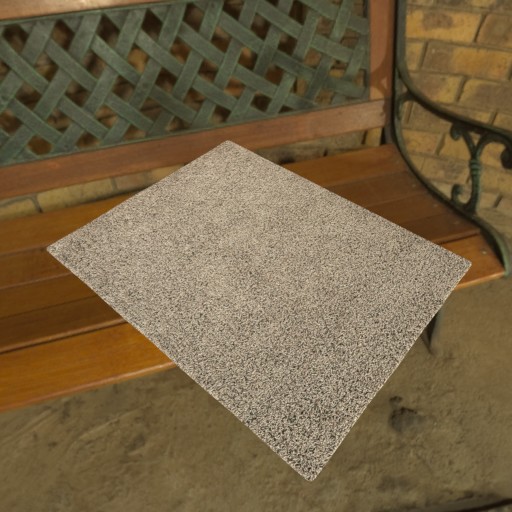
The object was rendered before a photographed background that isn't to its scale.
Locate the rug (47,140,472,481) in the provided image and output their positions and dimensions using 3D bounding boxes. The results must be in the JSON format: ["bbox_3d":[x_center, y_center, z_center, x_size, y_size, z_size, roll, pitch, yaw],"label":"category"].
[{"bbox_3d":[0.000,0.000,4.040,3.047,0.029,2.438,33,55,27],"label":"rug"}]
